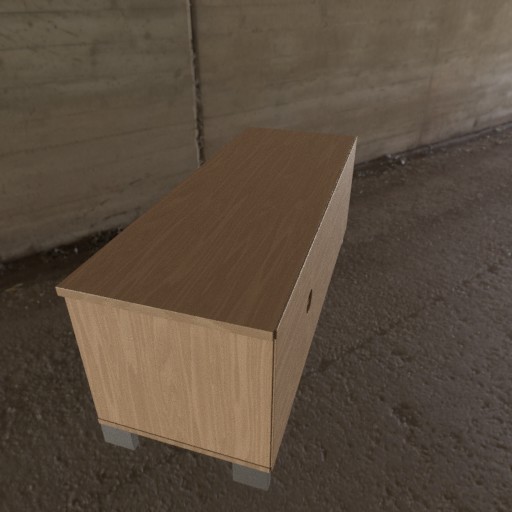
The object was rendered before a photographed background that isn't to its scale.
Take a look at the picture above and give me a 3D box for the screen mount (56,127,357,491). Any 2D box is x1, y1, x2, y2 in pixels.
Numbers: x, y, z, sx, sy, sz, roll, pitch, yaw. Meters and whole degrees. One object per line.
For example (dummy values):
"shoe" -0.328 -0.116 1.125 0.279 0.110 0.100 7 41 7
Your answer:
"screen mount" 0.000 0.000 1.287 0.406 0.432 1.084 9 33 15
